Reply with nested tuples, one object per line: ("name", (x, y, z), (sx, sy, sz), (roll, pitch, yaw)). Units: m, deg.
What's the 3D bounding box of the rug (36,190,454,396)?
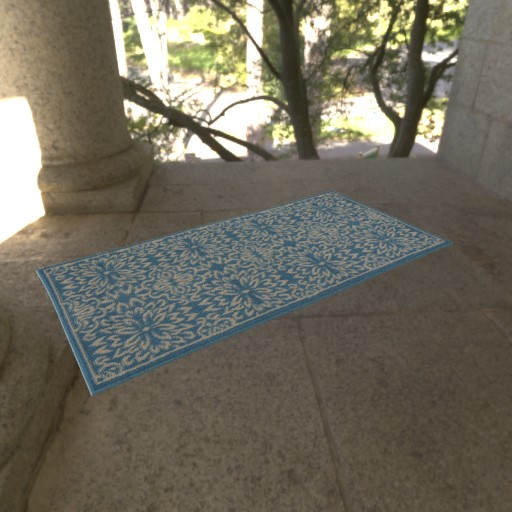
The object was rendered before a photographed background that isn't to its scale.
("rug", (0.000, 0.000, 1.427), (1.219, 0.007, 0.604), (-18, 34, -29))
